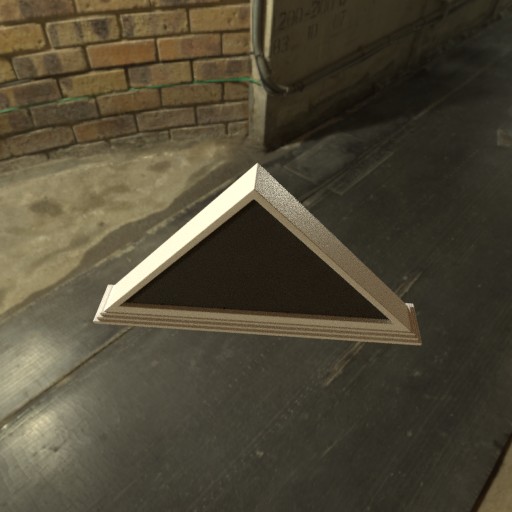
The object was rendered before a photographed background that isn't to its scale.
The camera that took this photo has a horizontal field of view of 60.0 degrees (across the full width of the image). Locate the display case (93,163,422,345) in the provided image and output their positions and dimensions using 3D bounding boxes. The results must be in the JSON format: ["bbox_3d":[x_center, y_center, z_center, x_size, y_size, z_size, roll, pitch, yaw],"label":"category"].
[{"bbox_3d":[0.000,0.000,0.775,0.640,0.340,0.095,3,46,3],"label":"display case"}]
